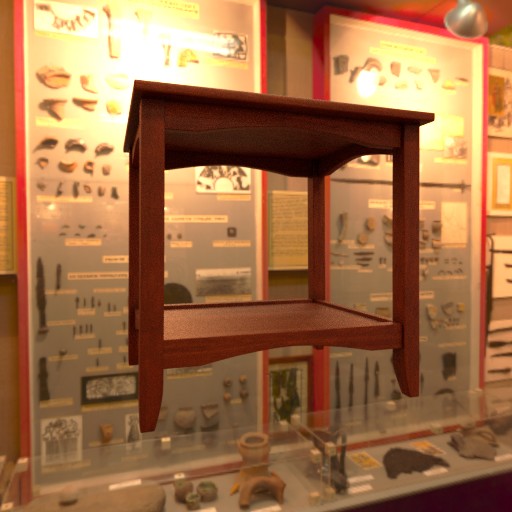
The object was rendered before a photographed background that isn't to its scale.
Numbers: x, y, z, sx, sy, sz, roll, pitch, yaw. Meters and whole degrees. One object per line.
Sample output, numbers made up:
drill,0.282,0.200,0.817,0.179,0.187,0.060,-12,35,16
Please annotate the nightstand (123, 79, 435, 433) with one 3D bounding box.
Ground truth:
nightstand,0.000,0.000,1.006,0.558,0.558,0.501,-1,2,-18
